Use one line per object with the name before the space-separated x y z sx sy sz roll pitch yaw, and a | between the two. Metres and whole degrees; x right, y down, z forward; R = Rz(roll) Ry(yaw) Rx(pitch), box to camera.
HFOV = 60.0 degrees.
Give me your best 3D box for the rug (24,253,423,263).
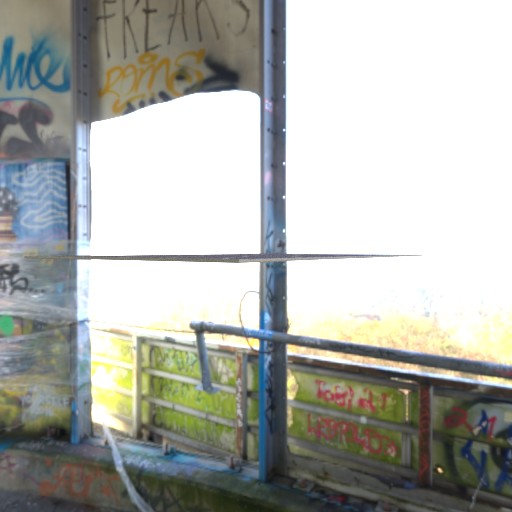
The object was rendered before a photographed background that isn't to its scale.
rug | 0.000 0.000 2.933 1.528 0.014 2.294 1 1 36
